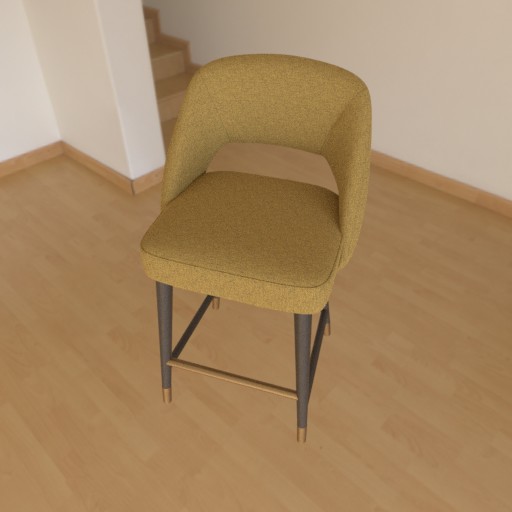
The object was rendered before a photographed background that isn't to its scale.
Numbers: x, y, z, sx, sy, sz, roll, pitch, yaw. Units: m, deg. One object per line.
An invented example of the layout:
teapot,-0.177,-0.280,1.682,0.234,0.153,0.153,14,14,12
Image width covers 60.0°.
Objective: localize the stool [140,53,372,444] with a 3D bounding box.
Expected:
stool,0.000,0.000,1.246,0.536,0.939,0.522,12,42,13
